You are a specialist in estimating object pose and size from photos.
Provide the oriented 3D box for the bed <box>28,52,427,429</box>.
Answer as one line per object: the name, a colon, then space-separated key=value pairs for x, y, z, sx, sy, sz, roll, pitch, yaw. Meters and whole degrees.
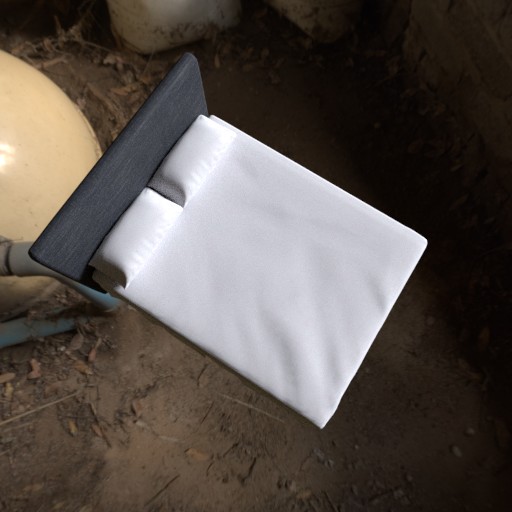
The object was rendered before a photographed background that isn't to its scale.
bed: x=0.000 y=0.000 z=3.237 sx=2.142 sy=1.330 sz=1.723 roll=32 pitch=78 yaw=7
